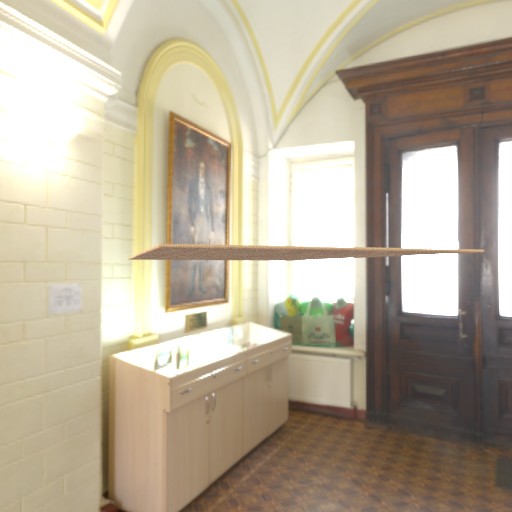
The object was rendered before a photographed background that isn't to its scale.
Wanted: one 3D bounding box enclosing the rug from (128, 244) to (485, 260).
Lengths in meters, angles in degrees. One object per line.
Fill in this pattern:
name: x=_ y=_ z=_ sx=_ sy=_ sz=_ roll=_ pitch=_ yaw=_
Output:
rug: x=0.000 y=0.000 z=2.930 sx=1.528 sy=0.014 sz=2.294 roll=1 pitch=-2 yaw=-19
